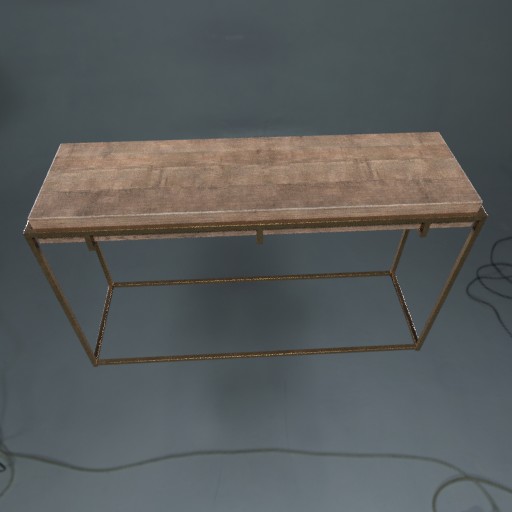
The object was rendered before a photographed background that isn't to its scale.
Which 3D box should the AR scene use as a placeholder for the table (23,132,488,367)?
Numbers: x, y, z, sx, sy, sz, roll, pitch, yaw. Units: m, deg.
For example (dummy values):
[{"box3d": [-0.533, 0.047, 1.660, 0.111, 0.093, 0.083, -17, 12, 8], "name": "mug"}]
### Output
[{"box3d": [0.000, 0.000, 1.752, 1.400, 0.820, 0.440, -2, 47, -2], "name": "table"}]
